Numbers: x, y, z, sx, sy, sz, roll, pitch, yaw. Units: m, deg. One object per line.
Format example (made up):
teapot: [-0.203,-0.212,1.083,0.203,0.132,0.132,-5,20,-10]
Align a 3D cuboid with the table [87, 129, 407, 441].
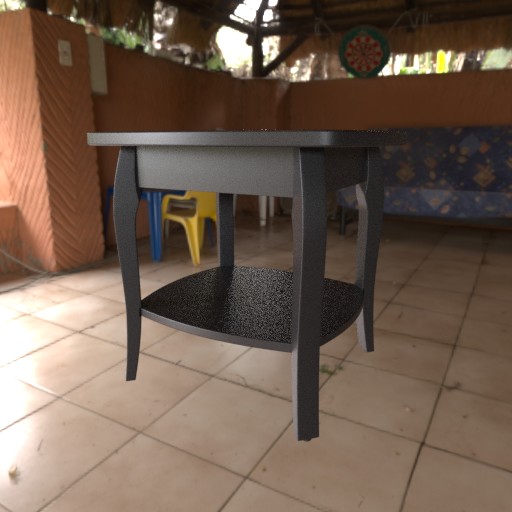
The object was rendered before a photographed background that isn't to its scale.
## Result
table: [0.000,0.000,0.853,0.508,0.457,0.457,8,17,28]
